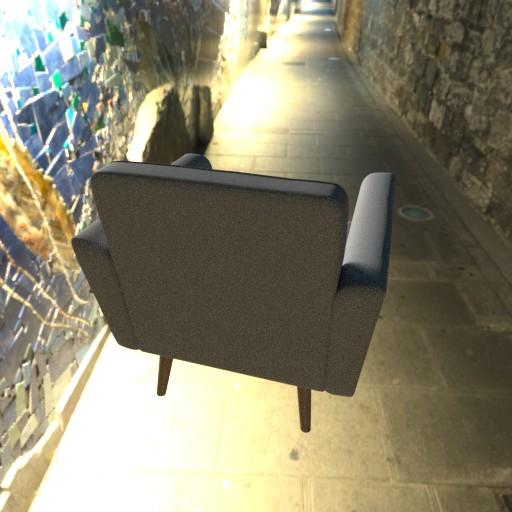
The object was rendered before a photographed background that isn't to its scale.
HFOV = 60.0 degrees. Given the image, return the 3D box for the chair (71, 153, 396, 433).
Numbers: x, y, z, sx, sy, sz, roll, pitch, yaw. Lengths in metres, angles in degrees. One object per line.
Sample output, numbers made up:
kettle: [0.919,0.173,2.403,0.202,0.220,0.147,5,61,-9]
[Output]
chair: [0.000,0.000,1.399,0.780,0.780,0.750,9,32,14]
